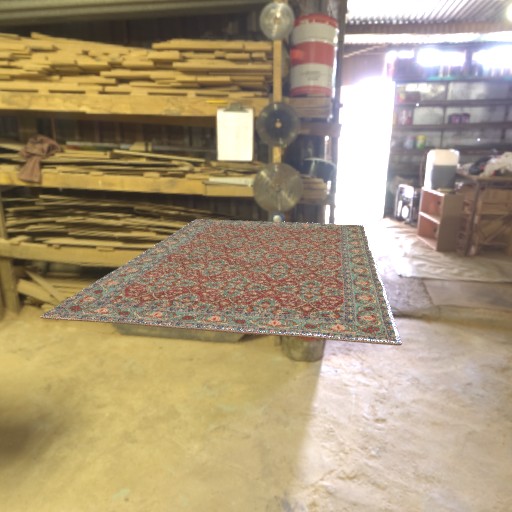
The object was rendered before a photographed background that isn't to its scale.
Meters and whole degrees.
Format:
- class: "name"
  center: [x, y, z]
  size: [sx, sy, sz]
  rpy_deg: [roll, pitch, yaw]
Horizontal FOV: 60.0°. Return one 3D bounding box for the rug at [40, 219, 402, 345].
- class: "rug"
  center: [0.000, 0.000, 2.309]
  size: [1.219, 0.009, 1.829]
  rpy_deg: [3, 16, 9]
